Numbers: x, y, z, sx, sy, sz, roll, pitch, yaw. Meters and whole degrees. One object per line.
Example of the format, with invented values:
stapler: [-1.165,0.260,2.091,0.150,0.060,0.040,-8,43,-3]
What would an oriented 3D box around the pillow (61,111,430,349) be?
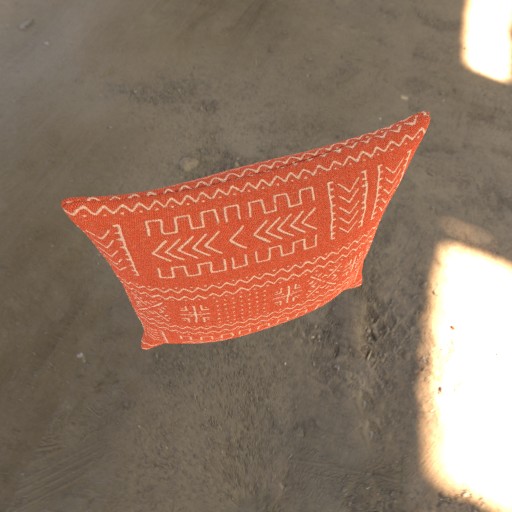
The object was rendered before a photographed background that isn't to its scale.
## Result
pillow: [0.000,0.000,0.669,0.438,0.429,0.164,-15,60,-9]
